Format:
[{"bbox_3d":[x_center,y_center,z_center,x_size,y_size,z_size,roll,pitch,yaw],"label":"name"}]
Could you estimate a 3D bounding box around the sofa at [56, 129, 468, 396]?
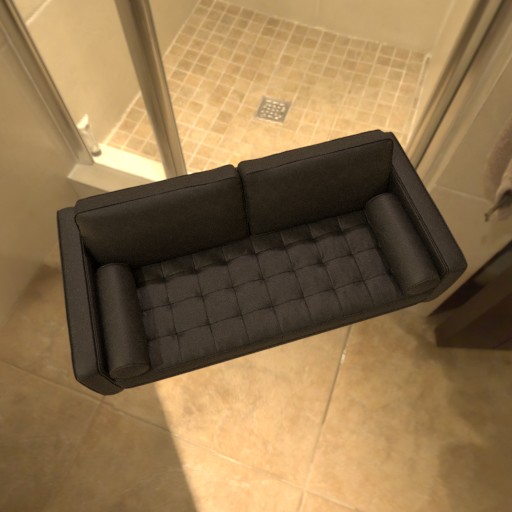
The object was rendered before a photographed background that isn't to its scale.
[{"bbox_3d":[0.000,0.000,2.329,1.879,0.770,0.921,-15,64,-7],"label":"sofa"}]
